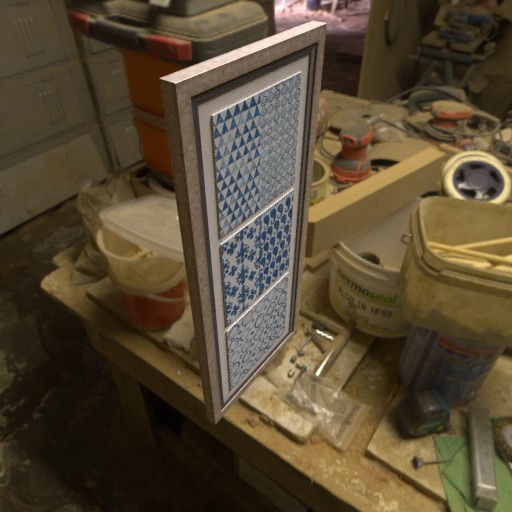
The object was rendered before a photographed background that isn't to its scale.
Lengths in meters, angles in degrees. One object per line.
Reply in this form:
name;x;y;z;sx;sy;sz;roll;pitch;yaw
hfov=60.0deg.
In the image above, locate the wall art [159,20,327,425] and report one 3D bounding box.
wall art;0.000;0.000;1.646;0.051;1.461;0.648;26;47;27
